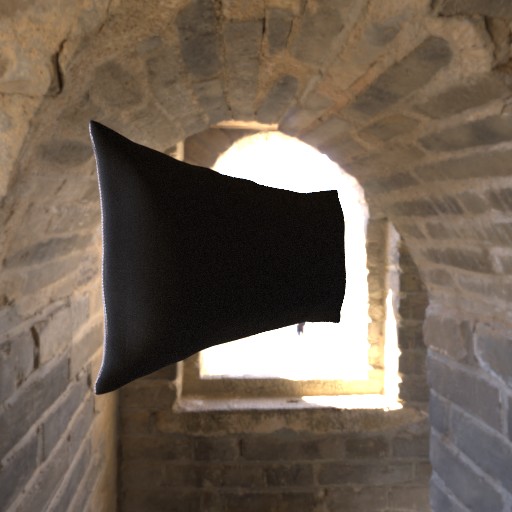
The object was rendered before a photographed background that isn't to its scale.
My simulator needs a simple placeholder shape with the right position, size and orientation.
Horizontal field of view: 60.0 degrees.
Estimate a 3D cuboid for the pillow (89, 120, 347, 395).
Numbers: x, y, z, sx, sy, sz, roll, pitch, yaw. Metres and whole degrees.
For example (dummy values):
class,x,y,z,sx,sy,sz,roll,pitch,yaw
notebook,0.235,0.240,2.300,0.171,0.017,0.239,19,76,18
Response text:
class,x,y,z,sx,sy,sz,roll,pitch,yaw
pillow,0.000,0.000,0.726,0.151,0.305,0.609,1,2,36
